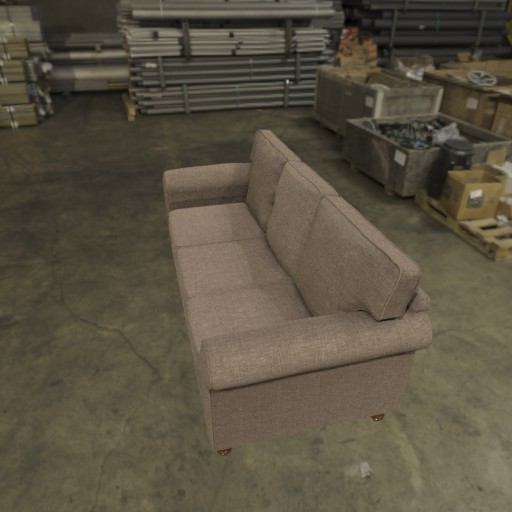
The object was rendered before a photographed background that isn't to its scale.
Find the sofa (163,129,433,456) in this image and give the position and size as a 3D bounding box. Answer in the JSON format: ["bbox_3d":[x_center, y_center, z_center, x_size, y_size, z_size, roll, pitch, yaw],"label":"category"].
[{"bbox_3d":[0.000,0.000,2.573,0.916,0.961,2.084,-7,31,-12],"label":"sofa"}]
